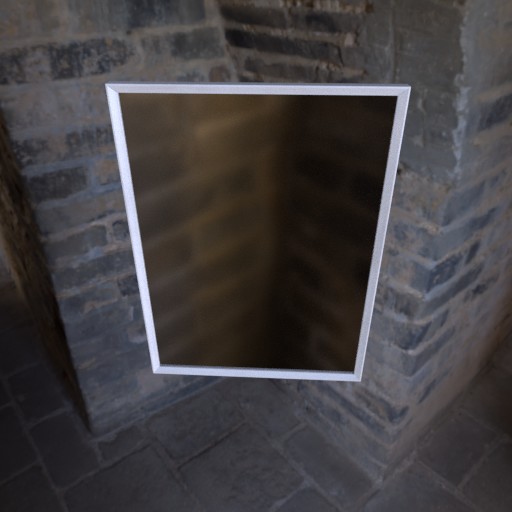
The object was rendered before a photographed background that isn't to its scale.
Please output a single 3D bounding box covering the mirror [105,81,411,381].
[{"bbox_3d":[0.000,0.000,1.381,0.762,1.016,0.041,2,31,3],"label":"mirror"}]
